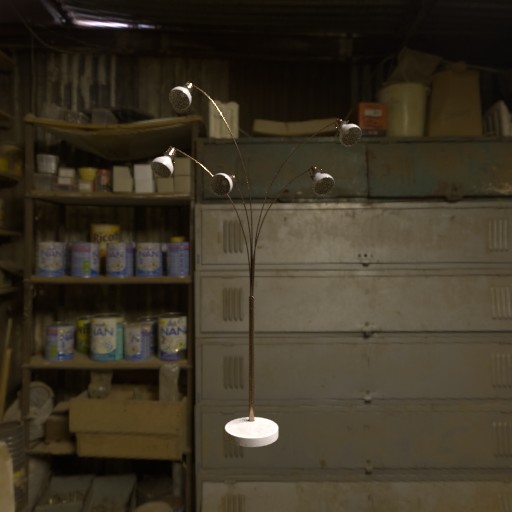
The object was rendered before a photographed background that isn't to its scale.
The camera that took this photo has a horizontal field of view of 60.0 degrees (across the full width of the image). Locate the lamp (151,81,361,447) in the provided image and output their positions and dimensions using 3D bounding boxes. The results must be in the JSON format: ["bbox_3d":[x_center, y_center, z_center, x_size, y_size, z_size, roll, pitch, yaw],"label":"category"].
[{"bbox_3d":[0.000,0.000,2.979,1.405,2.423,0.361,0,0,2],"label":"lamp"}]
